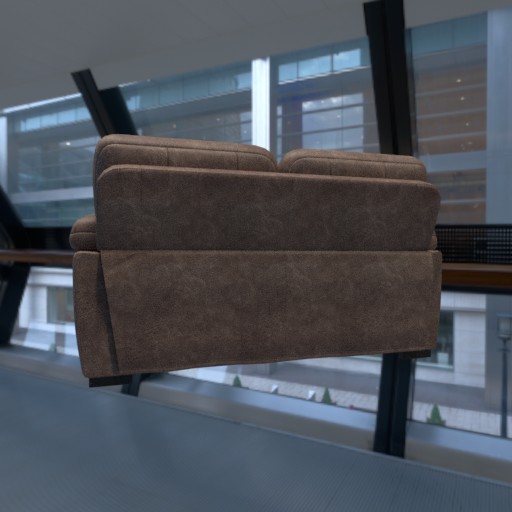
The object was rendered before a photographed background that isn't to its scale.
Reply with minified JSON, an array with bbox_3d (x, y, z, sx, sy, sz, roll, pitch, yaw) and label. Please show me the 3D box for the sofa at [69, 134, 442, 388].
[{"bbox_3d":[0.000,0.000,2.317,1.753,0.991,0.991,0,1,-18],"label":"sofa"}]
